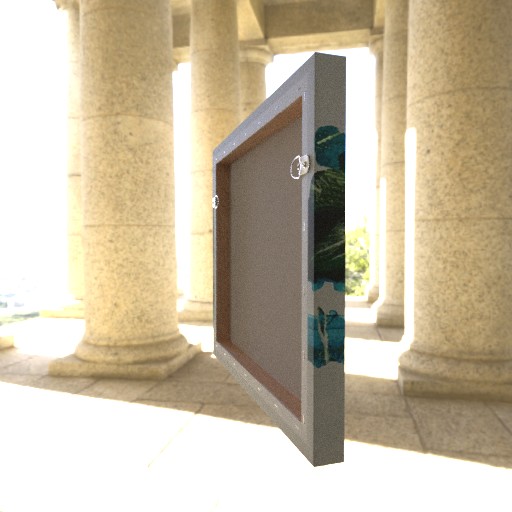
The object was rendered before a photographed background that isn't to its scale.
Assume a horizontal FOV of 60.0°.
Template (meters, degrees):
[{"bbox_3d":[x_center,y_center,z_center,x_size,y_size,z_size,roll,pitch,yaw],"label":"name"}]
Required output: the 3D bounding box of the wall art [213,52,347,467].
[{"bbox_3d":[0.000,0.000,0.709,0.041,0.435,0.507,0,2,-18],"label":"wall art"}]
